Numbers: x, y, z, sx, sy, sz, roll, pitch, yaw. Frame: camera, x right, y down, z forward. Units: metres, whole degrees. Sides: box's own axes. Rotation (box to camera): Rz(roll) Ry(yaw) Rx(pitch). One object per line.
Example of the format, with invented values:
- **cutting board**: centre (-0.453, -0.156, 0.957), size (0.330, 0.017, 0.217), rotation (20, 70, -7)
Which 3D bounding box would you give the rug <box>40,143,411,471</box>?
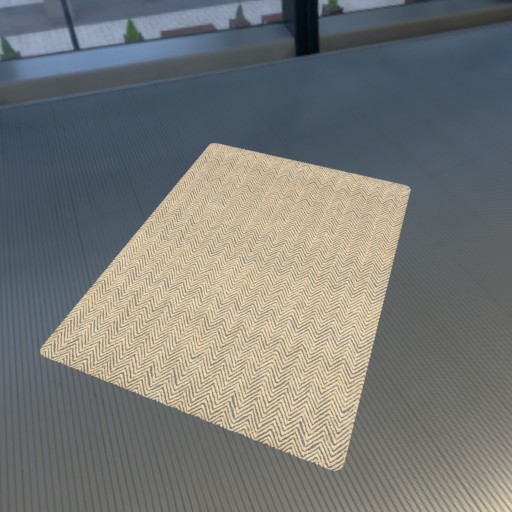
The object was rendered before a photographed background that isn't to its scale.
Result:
- **rug**: centre (0.000, 0.000, 4.187), size (2.439, 0.014, 3.207), rotation (16, 49, 14)
